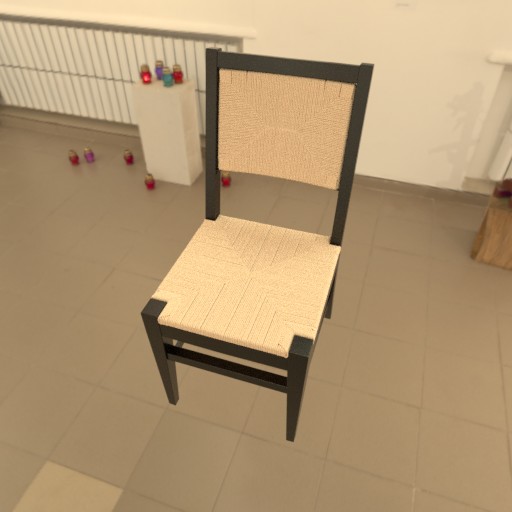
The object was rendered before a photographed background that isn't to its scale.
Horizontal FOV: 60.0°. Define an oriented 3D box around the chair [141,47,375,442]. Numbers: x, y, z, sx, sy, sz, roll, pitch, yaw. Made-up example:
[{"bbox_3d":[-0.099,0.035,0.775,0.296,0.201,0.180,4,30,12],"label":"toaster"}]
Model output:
[{"bbox_3d":[0.000,0.000,1.243,0.437,0.927,0.552,12,43,13],"label":"chair"}]
